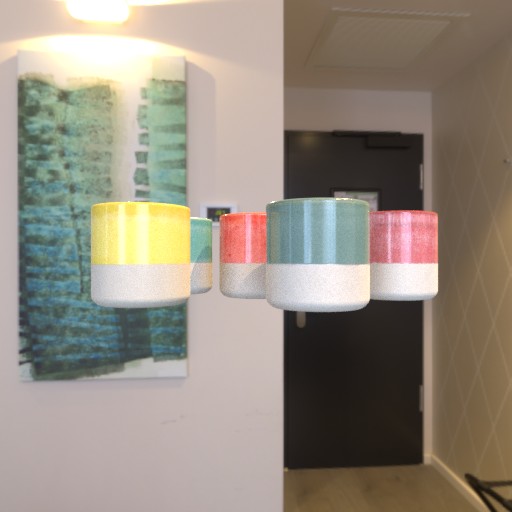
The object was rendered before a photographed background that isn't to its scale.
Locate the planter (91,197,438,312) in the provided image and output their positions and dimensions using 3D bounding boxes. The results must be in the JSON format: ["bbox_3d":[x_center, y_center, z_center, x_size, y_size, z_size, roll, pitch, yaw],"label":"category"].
[{"bbox_3d":[0.000,0.000,0.404,0.286,0.075,0.257,0,0,-35],"label":"planter"}]
